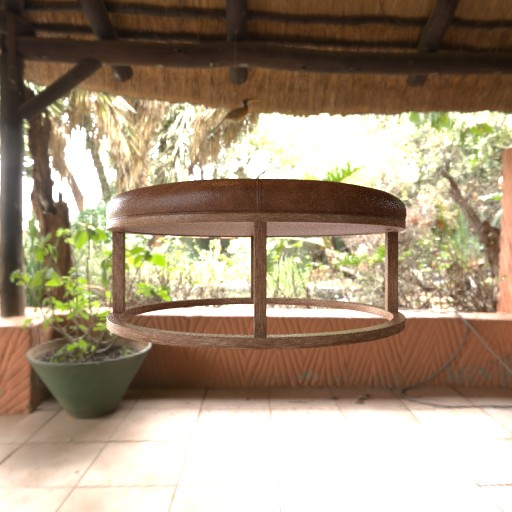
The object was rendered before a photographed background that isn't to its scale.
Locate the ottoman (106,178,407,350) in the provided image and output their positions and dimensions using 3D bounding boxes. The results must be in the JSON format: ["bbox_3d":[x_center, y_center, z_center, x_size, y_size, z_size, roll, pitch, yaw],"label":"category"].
[{"bbox_3d":[0.000,0.000,1.558,1.006,0.445,1.006,0,0,0],"label":"ottoman"}]
